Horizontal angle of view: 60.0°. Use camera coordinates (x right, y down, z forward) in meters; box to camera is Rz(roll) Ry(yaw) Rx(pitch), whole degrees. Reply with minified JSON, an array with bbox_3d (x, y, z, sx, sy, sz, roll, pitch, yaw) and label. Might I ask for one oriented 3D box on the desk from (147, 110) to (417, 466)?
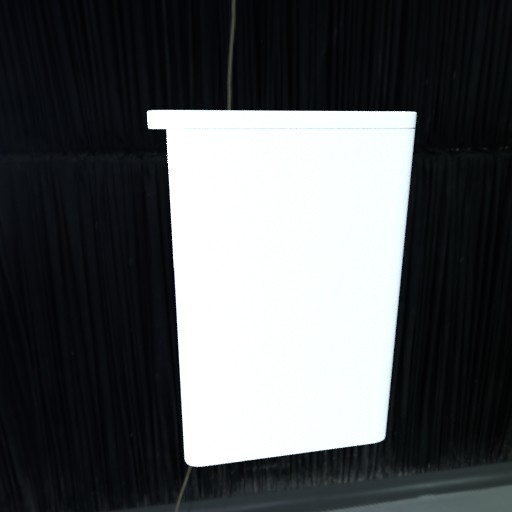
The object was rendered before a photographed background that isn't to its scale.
[{"bbox_3d":[0.000,0.000,1.325,0.549,0.800,0.762,-3,17,-10],"label":"desk"}]
